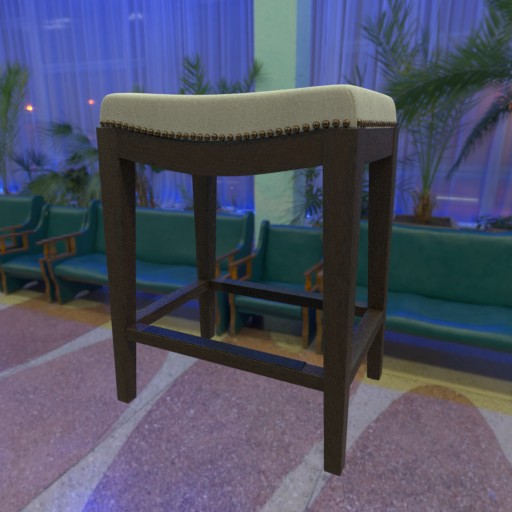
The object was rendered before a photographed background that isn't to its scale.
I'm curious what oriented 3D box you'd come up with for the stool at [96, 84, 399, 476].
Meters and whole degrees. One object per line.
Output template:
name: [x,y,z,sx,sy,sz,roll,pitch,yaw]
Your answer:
stool: [0.000,0.000,0.931,0.500,0.642,0.361,8,18,25]
